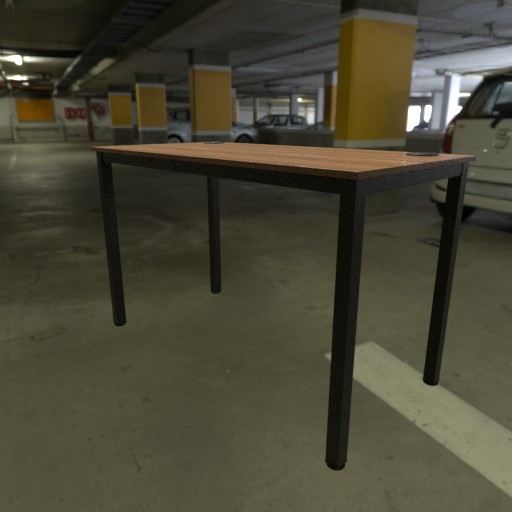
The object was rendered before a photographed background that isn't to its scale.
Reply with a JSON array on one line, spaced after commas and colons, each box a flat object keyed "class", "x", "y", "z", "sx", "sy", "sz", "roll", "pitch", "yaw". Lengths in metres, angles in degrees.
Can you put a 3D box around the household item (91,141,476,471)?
[{"class": "household item", "x": 0.000, "y": 0.000, "z": 1.594, "sx": 0.600, "sy": 0.750, "sz": 1.200, "roll": -16, "pitch": 23, "yaw": -42}]
